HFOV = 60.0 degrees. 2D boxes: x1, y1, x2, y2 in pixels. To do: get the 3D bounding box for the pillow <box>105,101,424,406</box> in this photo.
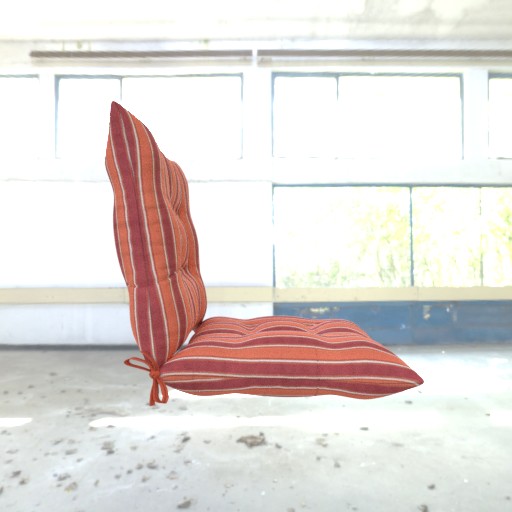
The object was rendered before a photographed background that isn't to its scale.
[{"bbox_3d":[0.000,0.000,1.001,0.585,0.536,0.541,0,-1,1],"label":"pillow"}]
